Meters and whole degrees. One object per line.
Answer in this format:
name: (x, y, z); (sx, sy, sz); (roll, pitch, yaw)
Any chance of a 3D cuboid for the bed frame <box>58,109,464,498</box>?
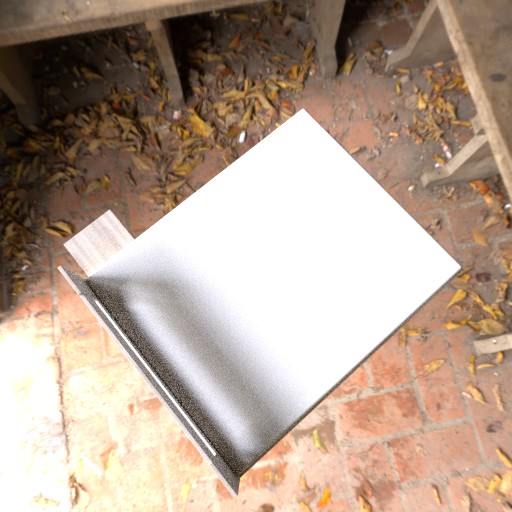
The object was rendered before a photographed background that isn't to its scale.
bed frame: (0.000, 0.000, 3.130); (2.050, 0.860, 2.040); (-40, 79, -9)
